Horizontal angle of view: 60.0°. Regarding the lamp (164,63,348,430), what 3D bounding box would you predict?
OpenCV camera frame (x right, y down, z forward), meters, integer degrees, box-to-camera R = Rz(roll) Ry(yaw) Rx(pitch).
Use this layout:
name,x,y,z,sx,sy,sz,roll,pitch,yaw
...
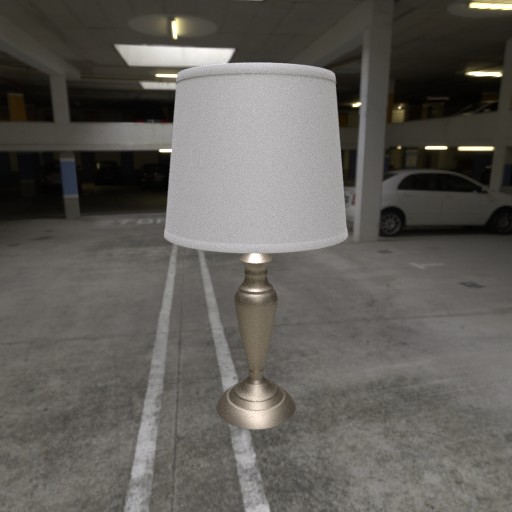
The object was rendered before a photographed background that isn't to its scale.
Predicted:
name,x,y,z,sx,sy,sz,roll,pitch,yaw
lamp,0.000,0.000,0.818,0.328,0.619,0.328,0,14,0
